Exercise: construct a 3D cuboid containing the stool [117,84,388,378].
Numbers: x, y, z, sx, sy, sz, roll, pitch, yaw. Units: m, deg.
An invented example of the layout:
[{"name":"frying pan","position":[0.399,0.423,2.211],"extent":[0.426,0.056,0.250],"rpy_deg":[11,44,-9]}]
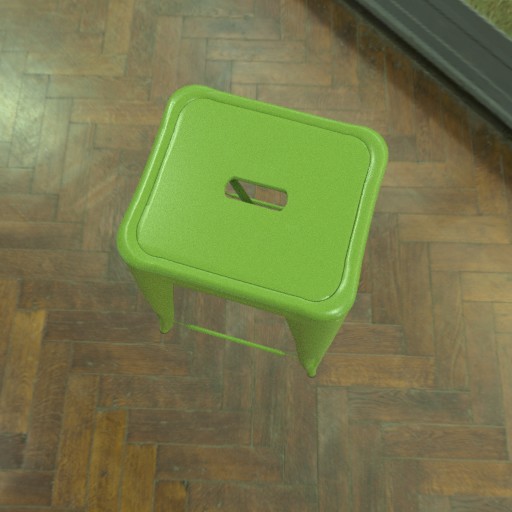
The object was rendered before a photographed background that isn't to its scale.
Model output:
[{"name":"stool","position":[0.000,0.000,0.830],"extent":[0.398,0.609,0.358],"rpy_deg":[16,76,4]}]
